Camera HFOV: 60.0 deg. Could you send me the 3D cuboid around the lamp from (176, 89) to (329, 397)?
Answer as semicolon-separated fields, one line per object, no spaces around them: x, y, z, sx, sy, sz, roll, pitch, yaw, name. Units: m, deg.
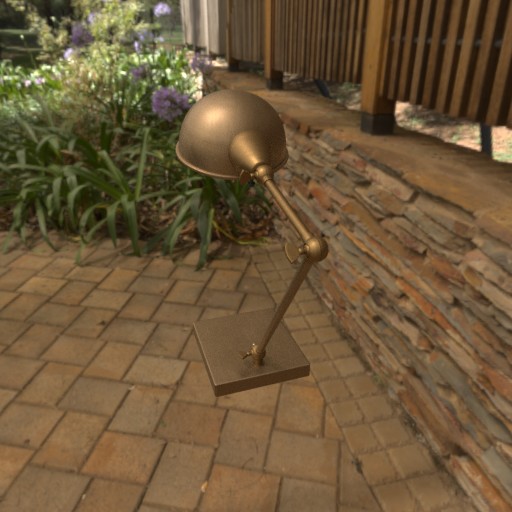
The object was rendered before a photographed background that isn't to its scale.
0.000;0.000;0.550;0.149;0.371;0.339;-8;27;-16;lamp
